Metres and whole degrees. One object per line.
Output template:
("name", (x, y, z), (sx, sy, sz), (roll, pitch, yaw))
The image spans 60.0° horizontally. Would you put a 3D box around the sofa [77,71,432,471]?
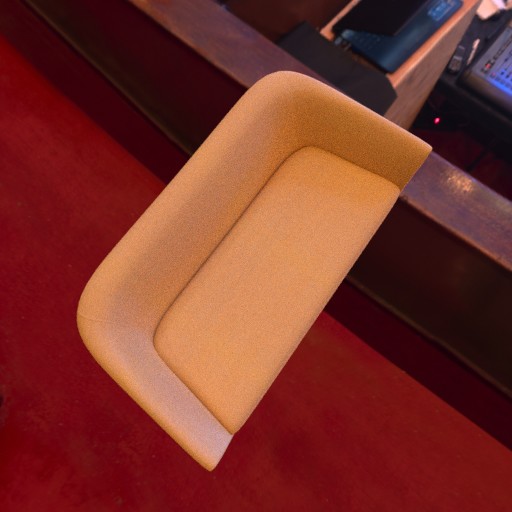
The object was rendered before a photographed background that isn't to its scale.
("sofa", (0.000, 0.000, 1.853), (0.705, 0.721, 1.452), (35, 77, 9))
